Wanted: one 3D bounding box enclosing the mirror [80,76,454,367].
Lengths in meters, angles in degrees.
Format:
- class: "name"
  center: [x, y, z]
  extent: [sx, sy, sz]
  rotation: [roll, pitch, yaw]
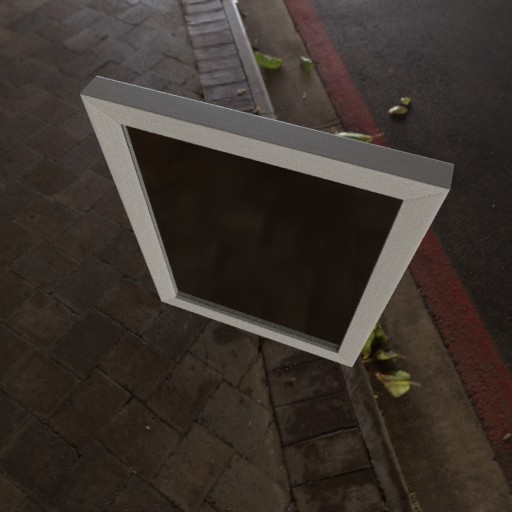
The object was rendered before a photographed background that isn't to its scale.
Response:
- class: "mirror"
  center: [0.000, 0.000, 0.680]
  extent: [0.405, 0.508, 0.041]
  rotation: [17, 59, 11]
